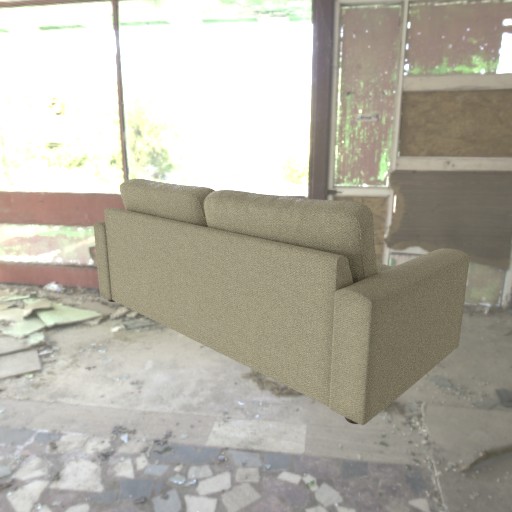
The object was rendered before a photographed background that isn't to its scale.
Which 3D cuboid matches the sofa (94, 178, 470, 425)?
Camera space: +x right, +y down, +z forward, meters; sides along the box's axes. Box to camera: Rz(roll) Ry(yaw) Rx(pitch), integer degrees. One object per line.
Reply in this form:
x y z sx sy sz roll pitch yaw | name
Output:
0.000 0.000 2.715 2.179 0.873 1.016 14 20 43 | sofa
